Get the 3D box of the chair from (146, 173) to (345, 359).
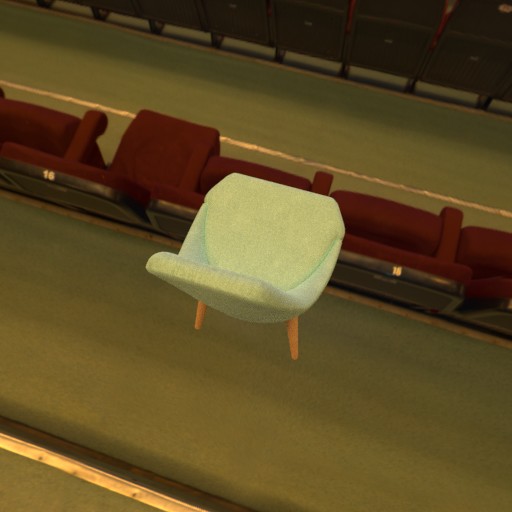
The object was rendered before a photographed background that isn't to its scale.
[{"bbox_3d":[0.000,0.000,1.409,0.510,1.040,0.660,16,65,8],"label":"chair"}]
